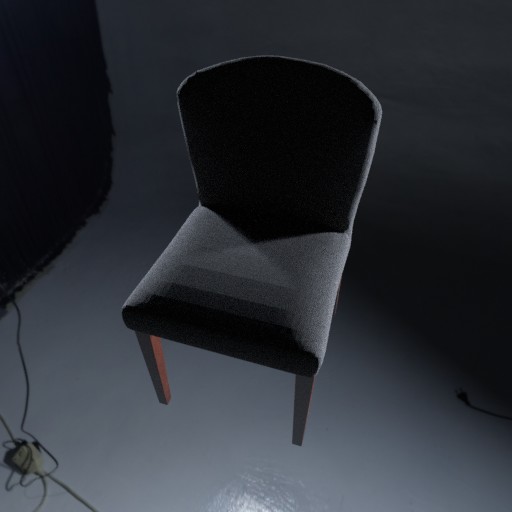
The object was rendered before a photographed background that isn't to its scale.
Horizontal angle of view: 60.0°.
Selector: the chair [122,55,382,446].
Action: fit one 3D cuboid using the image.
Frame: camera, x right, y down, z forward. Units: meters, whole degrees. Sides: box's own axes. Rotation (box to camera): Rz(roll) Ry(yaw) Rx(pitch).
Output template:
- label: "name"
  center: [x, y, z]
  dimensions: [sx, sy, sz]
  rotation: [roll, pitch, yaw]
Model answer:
- label: "chair"
  center: [0.000, 0.000, 1.175]
  dimensions: [0.491, 0.839, 0.589]
  rotation: [12, 44, 13]
